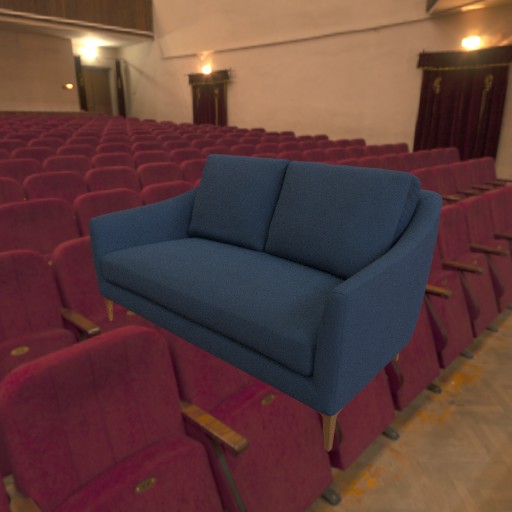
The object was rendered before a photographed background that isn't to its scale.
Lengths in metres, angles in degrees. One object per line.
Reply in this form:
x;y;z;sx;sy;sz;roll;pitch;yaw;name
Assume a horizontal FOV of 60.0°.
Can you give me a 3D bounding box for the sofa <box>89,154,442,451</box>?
0.000;0.000;2.195;1.619;0.902;0.960;16;23;41;sofa
